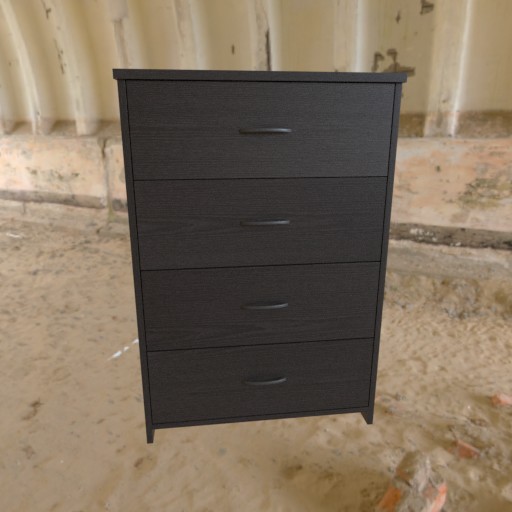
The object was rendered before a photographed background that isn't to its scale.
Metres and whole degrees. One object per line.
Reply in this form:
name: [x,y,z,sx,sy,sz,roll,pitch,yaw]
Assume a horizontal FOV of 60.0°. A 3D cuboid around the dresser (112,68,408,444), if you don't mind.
dresser: [0.000,0.000,1.367,0.704,1.020,0.399,-2,17,-7]
